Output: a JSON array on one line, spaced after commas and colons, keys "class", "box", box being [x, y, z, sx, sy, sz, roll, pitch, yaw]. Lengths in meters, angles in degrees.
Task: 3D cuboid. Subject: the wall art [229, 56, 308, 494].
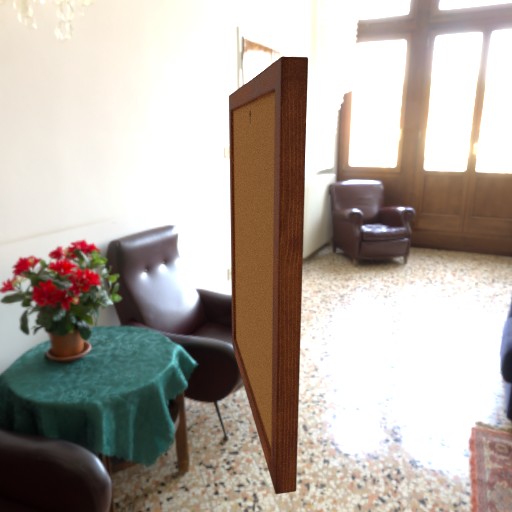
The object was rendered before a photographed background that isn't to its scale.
[{"class": "wall art", "box": [0.000, 0.000, 0.760, 0.030, 0.558, 0.462, -3, 15, -10]}]
